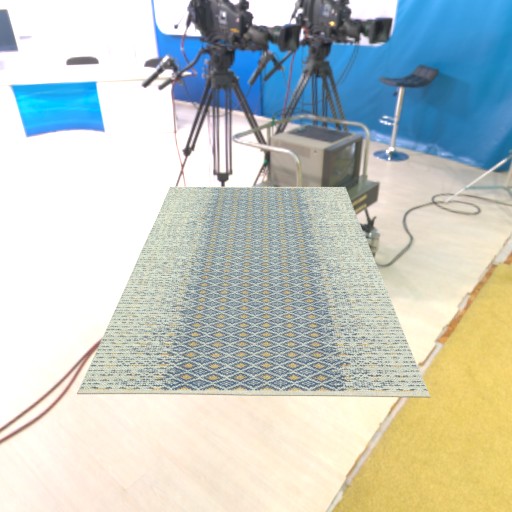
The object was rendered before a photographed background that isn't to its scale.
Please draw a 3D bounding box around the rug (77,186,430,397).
[{"bbox_3d":[0.000,0.000,2.304,1.219,0.005,1.828,0,32,1],"label":"rug"}]
